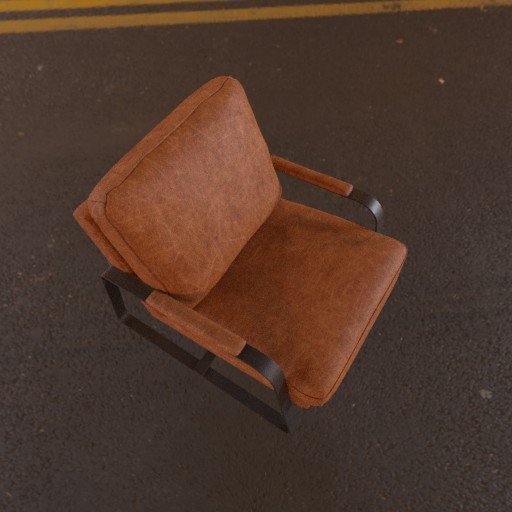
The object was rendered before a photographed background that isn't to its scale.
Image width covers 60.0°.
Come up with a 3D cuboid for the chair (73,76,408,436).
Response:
[{"bbox_3d":[0.000,0.000,1.365,0.801,0.777,0.651,29,63,16],"label":"chair"}]
